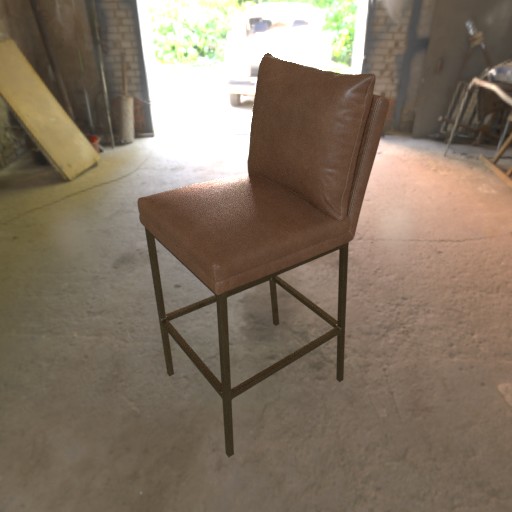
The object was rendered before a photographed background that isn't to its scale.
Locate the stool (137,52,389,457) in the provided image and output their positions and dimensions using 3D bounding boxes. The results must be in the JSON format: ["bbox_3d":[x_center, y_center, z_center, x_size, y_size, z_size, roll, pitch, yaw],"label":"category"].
[{"bbox_3d":[0.000,0.000,1.424,0.571,1.124,0.463,-21,38,-30],"label":"stool"}]
